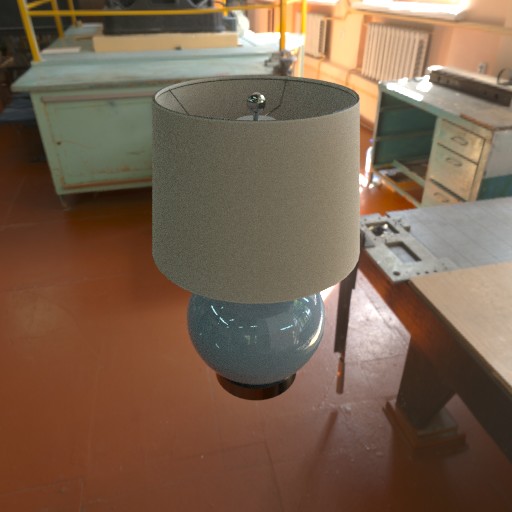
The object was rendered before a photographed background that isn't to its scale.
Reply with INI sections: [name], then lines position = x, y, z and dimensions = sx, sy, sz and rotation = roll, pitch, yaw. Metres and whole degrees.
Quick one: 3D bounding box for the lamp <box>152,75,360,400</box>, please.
[lamp]
position = 0.000, 0.000, 0.549
dimensions = 0.247, 0.387, 0.247
rotation = 0, 32, 0
